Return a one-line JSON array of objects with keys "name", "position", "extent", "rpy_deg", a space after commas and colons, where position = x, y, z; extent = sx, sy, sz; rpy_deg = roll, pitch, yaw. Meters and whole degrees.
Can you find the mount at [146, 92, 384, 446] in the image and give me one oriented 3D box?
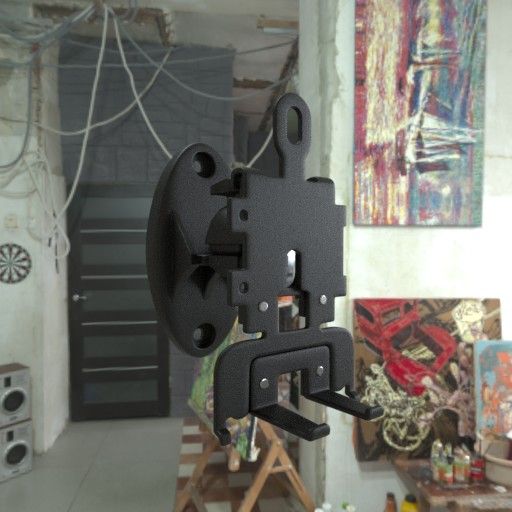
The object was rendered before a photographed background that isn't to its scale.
[{"name": "mount", "position": [0.000, 0.000, 0.179], "extent": [0.066, 0.118, 0.100], "rpy_deg": [-1, 2, -37]}]
